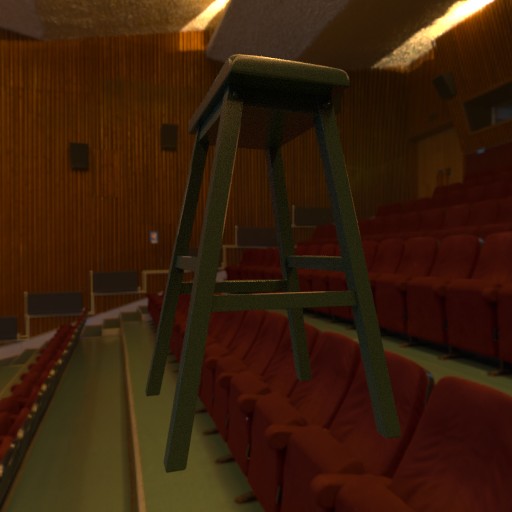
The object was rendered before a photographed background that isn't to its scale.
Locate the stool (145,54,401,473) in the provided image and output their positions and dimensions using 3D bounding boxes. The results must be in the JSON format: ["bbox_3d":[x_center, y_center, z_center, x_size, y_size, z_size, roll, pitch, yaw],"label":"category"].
[{"bbox_3d":[0.000,0.000,1.045,0.476,0.737,0.457,0,1,-18],"label":"stool"}]
